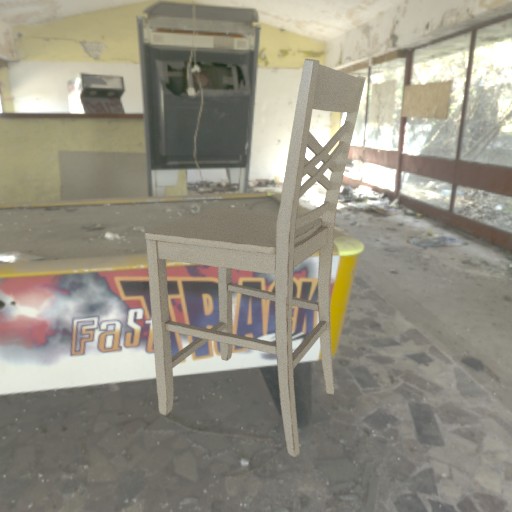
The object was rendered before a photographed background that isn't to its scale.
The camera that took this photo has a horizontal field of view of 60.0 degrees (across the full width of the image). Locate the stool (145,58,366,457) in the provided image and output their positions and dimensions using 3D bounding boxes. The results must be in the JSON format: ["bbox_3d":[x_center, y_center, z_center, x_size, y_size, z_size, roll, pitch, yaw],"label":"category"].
[{"bbox_3d":[0.000,0.000,1.409,0.539,1.079,0.462,8,19,26],"label":"stool"}]
